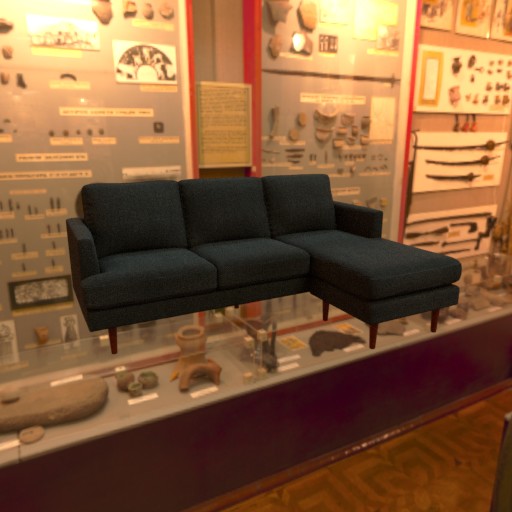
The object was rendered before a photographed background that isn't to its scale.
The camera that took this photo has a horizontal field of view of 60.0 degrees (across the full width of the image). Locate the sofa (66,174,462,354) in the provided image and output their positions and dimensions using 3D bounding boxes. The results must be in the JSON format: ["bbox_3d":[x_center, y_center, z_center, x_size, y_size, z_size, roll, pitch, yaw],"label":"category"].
[{"bbox_3d":[0.000,0.000,2.974,2.233,0.956,1.504,-7,17,-26],"label":"sofa"}]
